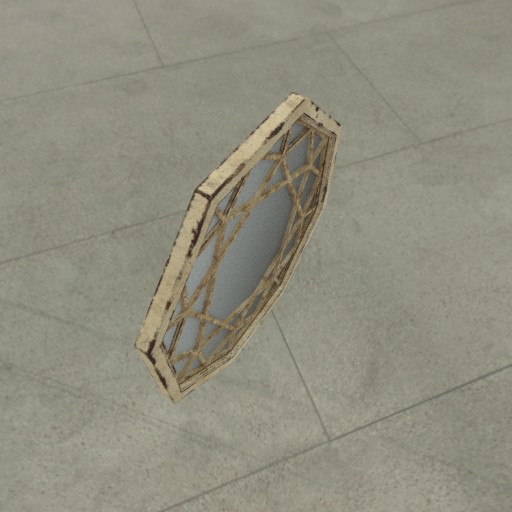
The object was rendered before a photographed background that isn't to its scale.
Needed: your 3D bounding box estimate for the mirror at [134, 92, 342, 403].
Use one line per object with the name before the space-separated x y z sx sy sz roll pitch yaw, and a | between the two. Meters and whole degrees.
mirror | 0.000 0.000 0.956 0.031 0.648 0.648 29 61 18
